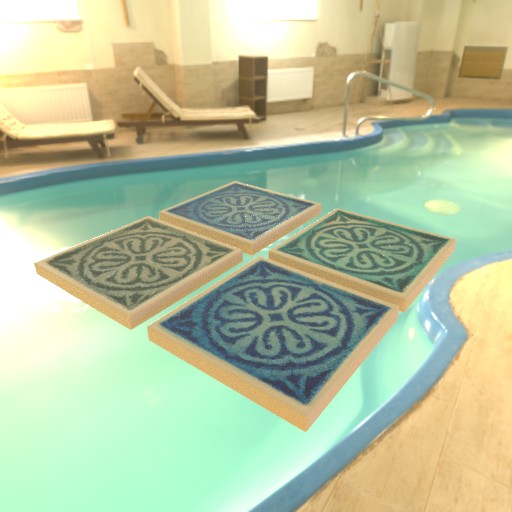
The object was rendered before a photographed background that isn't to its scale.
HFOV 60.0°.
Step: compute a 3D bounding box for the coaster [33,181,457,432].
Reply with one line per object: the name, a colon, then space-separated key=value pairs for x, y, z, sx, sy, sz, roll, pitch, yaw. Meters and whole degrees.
coaster: x=0.000 y=0.000 z=0.321 sx=0.219 sy=0.010 sz=0.214 roll=20 pitch=34 yaw=32
